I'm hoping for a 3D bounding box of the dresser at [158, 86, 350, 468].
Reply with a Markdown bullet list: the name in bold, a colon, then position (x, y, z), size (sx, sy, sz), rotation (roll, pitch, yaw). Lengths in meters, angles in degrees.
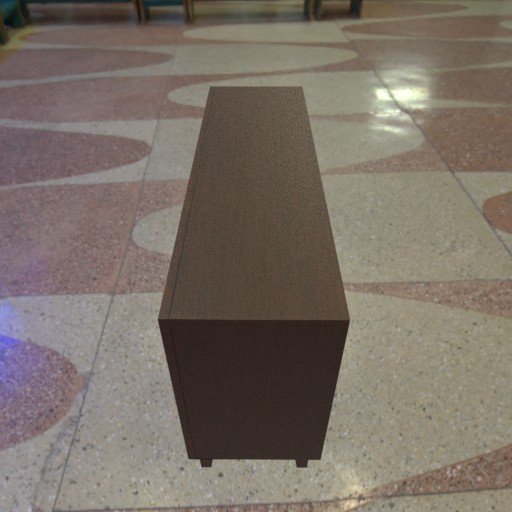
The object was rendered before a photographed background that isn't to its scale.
- **dresser**: position (0.000, 0.000, 2.049), size (0.499, 0.971, 1.609), rotation (0, 41, 0)
